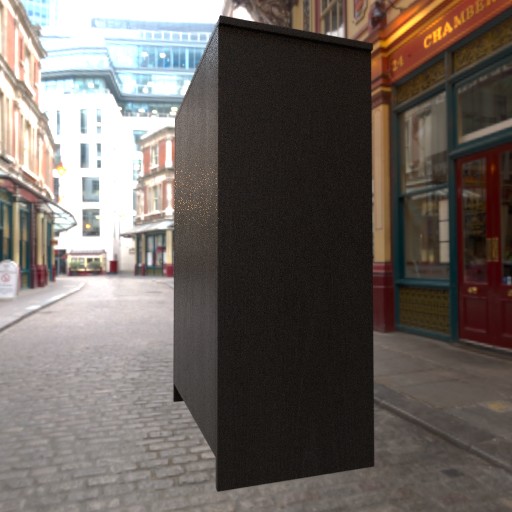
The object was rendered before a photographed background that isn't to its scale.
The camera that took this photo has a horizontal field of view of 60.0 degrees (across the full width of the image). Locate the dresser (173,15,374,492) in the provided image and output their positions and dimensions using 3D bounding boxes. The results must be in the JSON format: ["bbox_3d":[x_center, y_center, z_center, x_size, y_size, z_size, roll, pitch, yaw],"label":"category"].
[{"bbox_3d":[0.000,0.000,1.337,0.398,1.020,0.700,1,-2,-18],"label":"dresser"}]
